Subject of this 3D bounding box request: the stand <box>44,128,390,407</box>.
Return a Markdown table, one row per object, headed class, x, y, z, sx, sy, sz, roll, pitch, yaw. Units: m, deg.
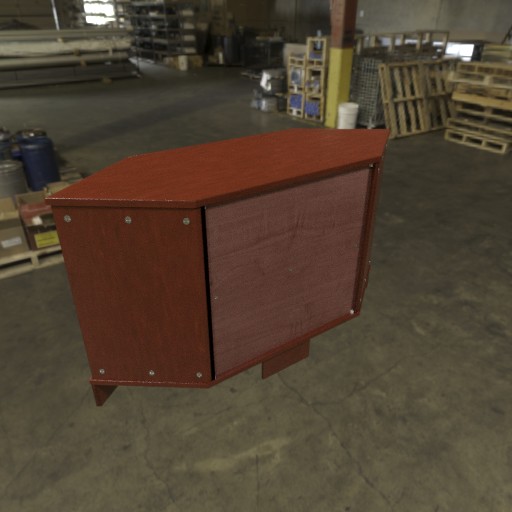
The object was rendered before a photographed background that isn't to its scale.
| class | x | y | z | sx | sy | sz | roll | pitch | yaw |
| --- | --- | --- | --- | --- | --- | --- | --- | --- | --- |
| stand | 0.000 | 0.000 | 1.337 | 1.072 | 0.614 | 0.381 | -19 | 34 | -30 |
